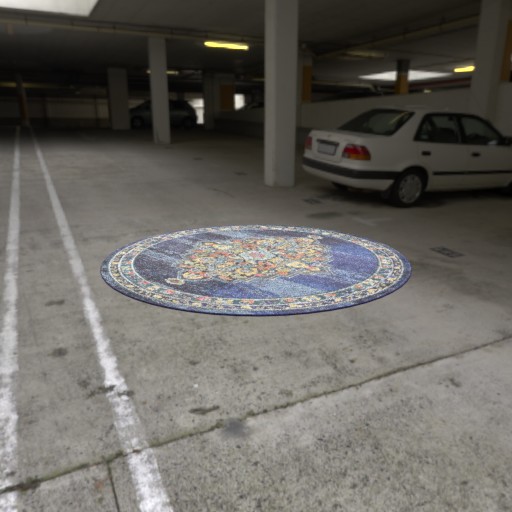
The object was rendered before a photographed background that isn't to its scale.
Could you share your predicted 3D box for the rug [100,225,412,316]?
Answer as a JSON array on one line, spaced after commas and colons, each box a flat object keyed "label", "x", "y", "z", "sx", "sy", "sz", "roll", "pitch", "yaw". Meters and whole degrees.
[{"label": "rug", "x": 0.000, "y": 0.000, "z": 2.389, "sx": 1.591, "sy": 0.010, "sz": 1.591, "roll": 0, "pitch": 16, "yaw": 0}]
